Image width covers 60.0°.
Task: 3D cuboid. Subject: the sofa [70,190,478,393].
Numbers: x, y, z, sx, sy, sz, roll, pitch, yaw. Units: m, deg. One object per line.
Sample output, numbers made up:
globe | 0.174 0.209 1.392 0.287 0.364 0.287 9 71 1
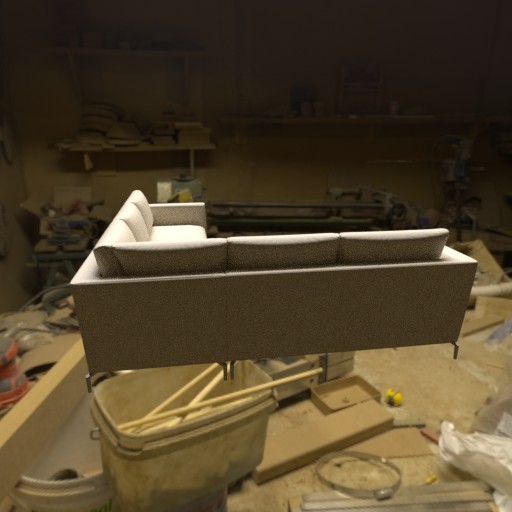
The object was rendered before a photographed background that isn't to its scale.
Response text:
sofa | 0.000 0.000 3.762 2.430 0.867 2.448 -3 17 -9
